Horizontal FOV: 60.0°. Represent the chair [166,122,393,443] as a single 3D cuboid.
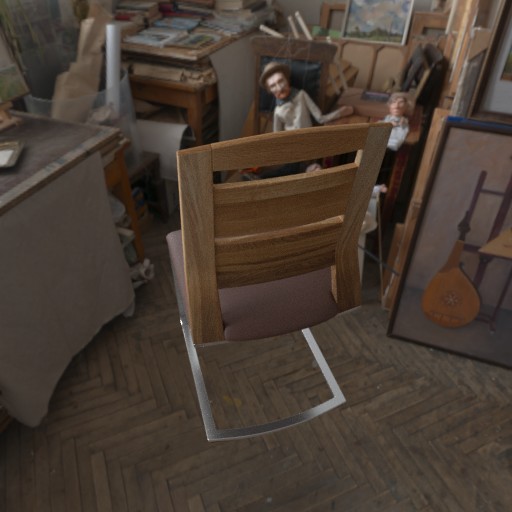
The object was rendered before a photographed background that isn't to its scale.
[{"bbox_3d":[0.000,0.000,1.271,0.460,0.970,0.570,-11,41,-13],"label":"chair"}]
